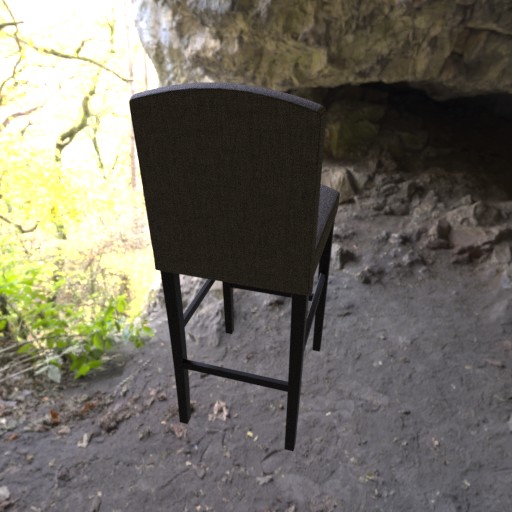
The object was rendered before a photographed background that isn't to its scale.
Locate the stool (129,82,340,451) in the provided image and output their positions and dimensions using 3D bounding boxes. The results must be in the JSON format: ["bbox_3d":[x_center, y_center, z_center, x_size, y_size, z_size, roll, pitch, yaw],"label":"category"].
[{"bbox_3d":[0.000,0.000,1.431,0.451,1.138,0.552,9,32,14],"label":"stool"}]
